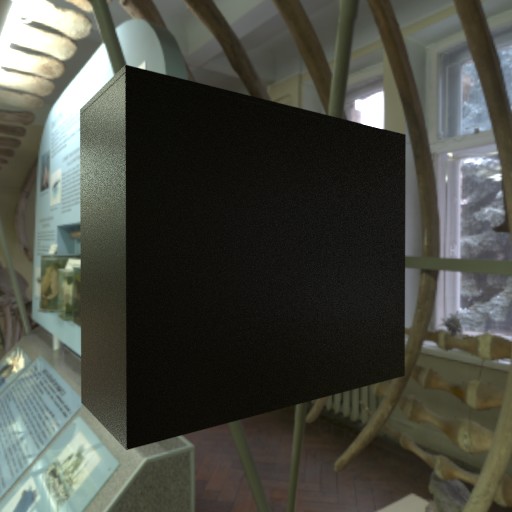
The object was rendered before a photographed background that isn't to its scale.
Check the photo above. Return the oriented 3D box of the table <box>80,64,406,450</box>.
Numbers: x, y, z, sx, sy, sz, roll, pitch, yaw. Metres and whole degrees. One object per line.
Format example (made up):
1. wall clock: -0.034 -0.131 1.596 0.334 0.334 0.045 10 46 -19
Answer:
1. table: 0.000 0.000 1.334 0.930 0.790 0.380 0 1 -36
